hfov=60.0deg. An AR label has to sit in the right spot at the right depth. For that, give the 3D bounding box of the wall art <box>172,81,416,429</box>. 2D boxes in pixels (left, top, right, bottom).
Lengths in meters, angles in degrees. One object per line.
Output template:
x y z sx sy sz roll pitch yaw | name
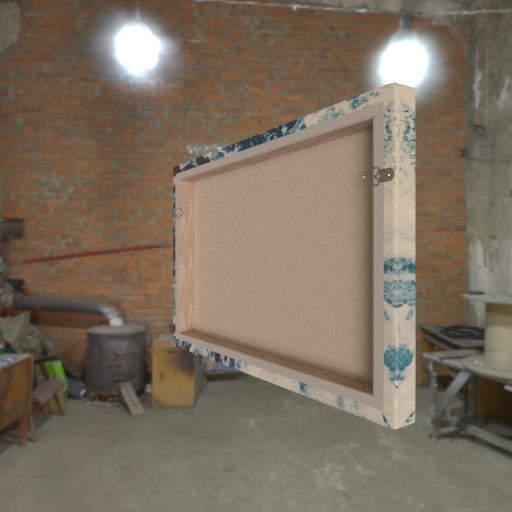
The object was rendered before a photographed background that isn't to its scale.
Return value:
0.000 0.000 0.772 0.043 0.407 0.609 0 0 -35 | wall art
